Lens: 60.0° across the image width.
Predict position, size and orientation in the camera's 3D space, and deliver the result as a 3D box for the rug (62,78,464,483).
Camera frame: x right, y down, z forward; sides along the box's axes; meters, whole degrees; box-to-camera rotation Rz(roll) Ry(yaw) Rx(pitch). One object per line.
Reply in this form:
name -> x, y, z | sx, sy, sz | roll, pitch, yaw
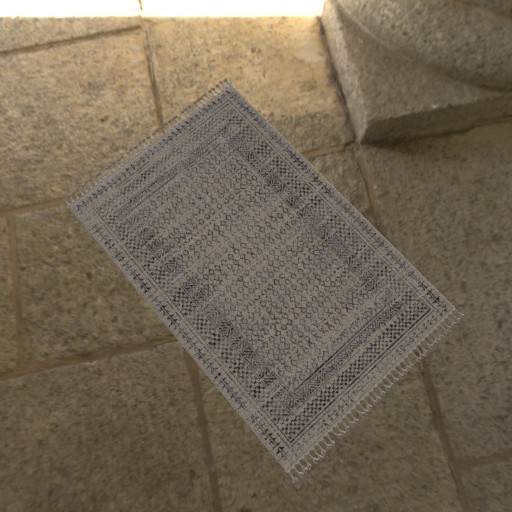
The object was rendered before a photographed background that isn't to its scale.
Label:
rug -> 0.000, 0.000, 3.057 | 1.548, 0.013, 2.486 | -40, 78, -10
